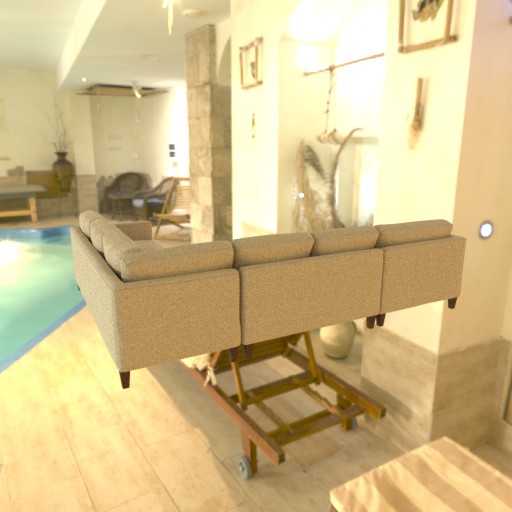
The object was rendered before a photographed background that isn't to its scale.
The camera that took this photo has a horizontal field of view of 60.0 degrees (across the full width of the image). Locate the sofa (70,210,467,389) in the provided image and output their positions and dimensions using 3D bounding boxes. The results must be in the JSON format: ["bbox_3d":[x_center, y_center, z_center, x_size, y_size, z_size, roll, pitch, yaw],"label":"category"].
[{"bbox_3d":[0.000,0.000,4.776,3.460,0.959,2.593,-7,16,-27],"label":"sofa"}]
